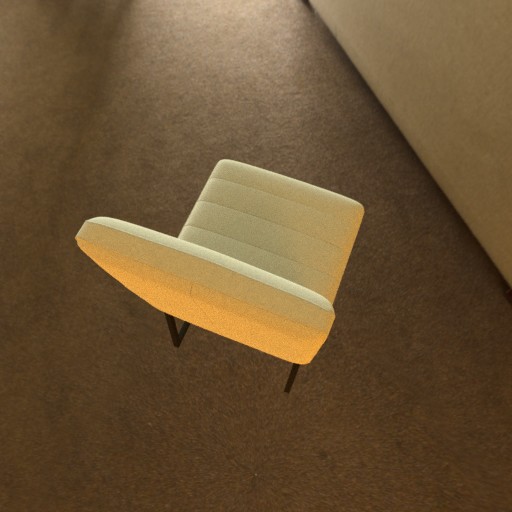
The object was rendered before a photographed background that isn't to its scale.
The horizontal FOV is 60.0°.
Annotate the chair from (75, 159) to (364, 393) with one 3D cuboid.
[{"bbox_3d":[0.000,0.000,1.324,0.520,0.930,0.634,20,65,10],"label":"chair"}]
